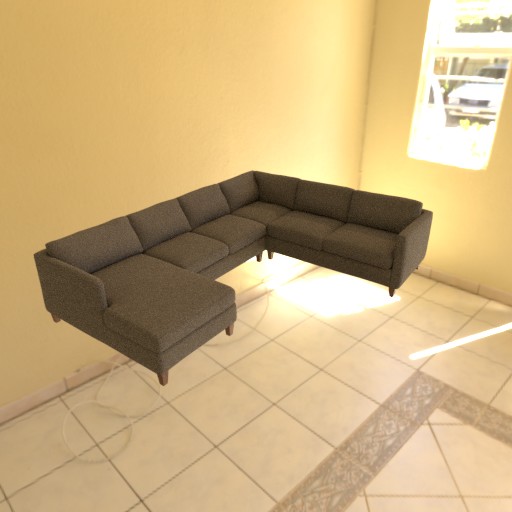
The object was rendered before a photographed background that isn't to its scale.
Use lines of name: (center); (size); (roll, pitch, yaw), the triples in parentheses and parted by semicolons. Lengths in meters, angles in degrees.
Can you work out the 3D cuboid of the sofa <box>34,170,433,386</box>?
sofa: (0.000, 0.000, 4.482); (2.551, 0.853, 3.238); (17, 31, 32)
